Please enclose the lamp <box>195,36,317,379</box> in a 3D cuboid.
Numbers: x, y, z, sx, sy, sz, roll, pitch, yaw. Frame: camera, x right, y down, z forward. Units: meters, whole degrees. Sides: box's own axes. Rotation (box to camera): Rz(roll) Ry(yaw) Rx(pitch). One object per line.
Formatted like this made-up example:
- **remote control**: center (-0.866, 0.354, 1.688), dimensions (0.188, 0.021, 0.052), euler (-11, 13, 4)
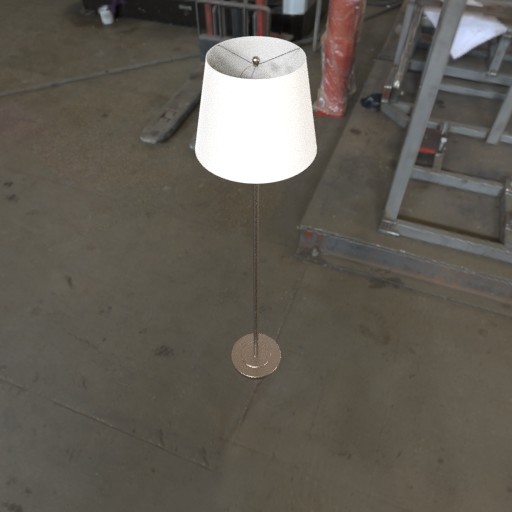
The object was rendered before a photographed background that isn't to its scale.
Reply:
- **lamp**: center (0.000, 0.000, 1.650), dimensions (0.355, 1.473, 0.355), euler (0, 47, 0)
